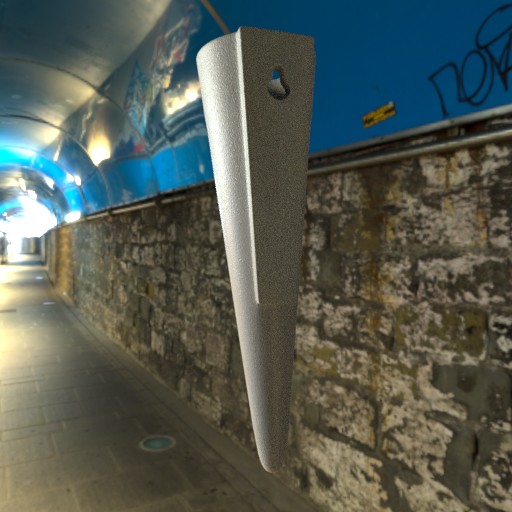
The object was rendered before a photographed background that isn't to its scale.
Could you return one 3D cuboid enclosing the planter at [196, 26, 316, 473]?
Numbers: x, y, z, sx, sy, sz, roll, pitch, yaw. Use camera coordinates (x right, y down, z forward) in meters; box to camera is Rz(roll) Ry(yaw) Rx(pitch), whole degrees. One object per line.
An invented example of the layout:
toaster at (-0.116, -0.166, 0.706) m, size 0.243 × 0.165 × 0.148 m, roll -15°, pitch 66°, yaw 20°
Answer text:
planter at (0.000, 0.000, 0.219) m, size 0.057 × 0.191 × 0.064 m, roll -1°, pitch 2°, yaw -18°
